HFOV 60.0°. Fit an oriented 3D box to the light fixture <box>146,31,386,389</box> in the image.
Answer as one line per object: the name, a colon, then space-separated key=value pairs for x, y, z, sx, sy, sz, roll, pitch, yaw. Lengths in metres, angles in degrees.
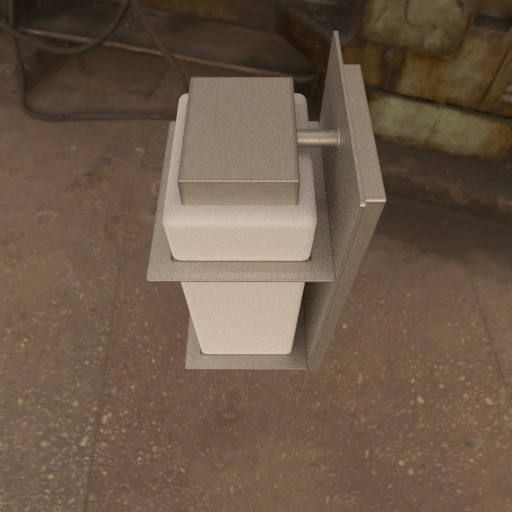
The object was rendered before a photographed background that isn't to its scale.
light fixture: x=0.000 y=0.000 z=0.453 sx=0.160 sy=0.380 sz=0.168 roll=0 pitch=58 yaw=0
